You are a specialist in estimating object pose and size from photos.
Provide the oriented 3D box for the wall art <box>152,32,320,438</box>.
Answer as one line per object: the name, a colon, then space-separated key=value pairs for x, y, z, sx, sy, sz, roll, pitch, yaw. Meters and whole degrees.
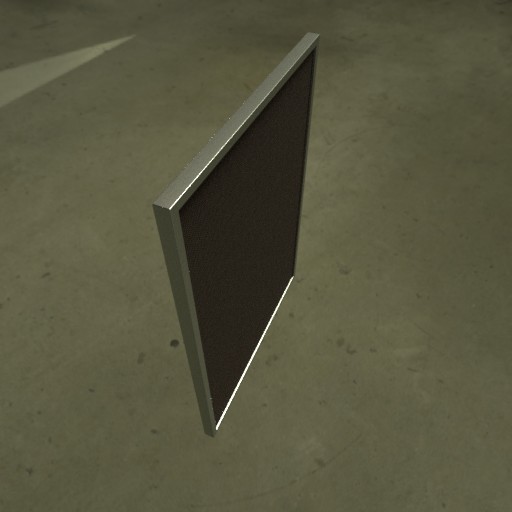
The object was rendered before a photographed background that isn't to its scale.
wall art: x=0.000 y=0.000 z=1.396 sx=0.037 sy=1.062 sz=0.801 roll=18 pitch=50 yaw=16
